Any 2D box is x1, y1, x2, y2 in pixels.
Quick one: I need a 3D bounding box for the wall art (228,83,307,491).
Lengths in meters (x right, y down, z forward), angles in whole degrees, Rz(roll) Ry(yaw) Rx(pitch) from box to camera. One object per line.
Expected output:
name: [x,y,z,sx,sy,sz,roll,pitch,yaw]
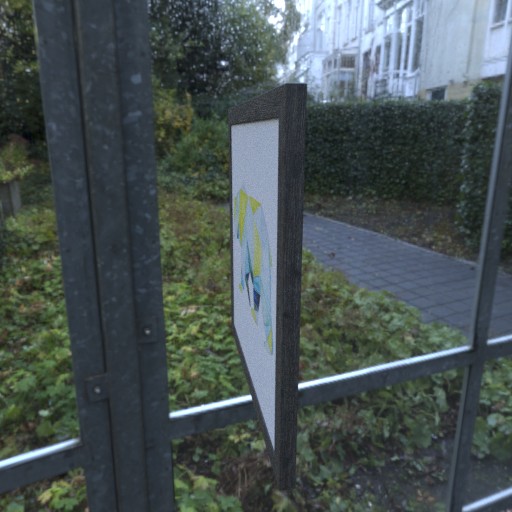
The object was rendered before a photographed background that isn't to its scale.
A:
wall art: [0.000,0.000,0.693,0.027,0.459,0.462,-3,16,-10]
